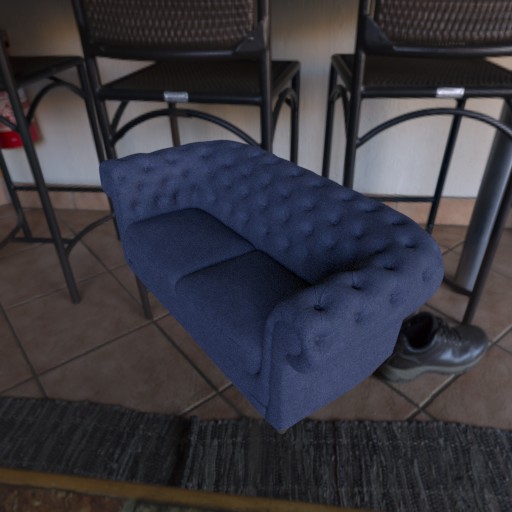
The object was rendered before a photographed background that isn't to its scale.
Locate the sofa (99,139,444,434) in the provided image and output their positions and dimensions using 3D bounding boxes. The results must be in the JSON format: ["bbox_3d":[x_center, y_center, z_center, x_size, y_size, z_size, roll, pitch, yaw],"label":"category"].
[{"bbox_3d":[0.000,0.000,2.535,1.082,0.833,1.988,-22,39,-30],"label":"sofa"}]
